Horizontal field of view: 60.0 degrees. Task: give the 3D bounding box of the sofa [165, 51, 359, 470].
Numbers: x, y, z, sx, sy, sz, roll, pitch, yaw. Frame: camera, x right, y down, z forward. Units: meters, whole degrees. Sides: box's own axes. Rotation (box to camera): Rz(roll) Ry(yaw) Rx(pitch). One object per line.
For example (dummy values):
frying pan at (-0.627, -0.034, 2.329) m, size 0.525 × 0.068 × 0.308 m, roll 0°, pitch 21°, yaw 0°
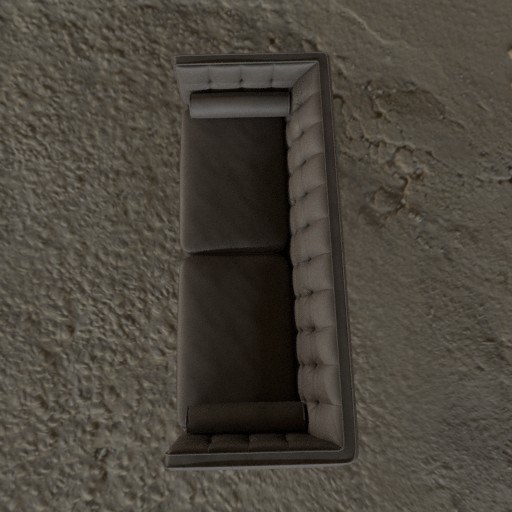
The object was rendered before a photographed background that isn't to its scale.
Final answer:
sofa at (0.000, 0.000, 2.506) m, size 0.867 × 0.789 × 2.087 m, roll -1°, pitch 76°, yaw 0°
